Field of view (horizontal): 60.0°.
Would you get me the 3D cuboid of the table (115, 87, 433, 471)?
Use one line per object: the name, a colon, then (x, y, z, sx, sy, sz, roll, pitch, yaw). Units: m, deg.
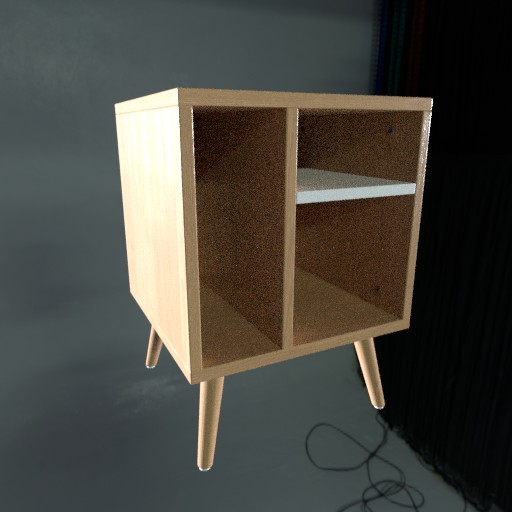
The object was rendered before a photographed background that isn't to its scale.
table: (0.000, 0.000, 0.833, 0.400, 0.550, 0.400, -8, 18, -26)
